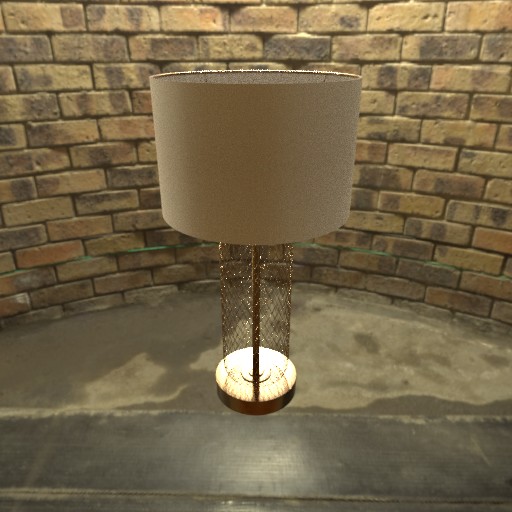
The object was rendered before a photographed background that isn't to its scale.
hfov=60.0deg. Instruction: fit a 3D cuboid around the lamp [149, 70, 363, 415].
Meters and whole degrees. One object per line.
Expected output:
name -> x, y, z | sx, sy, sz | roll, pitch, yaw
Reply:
lamp -> 0.000, 0.000, 0.639 | 0.252, 0.483, 0.252 | -18, 31, -33
